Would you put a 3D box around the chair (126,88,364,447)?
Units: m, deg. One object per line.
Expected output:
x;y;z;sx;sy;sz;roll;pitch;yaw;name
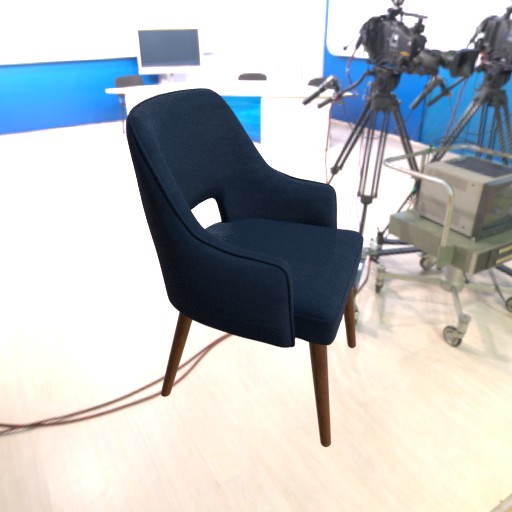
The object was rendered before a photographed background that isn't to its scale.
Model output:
0.000;0.000;1.265;0.591;0.844;0.559;10;31;17;chair
